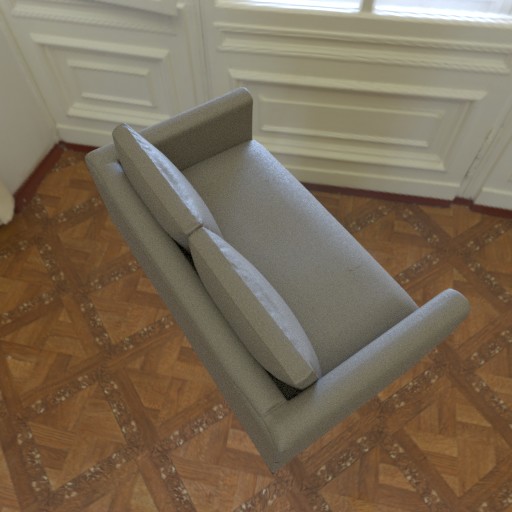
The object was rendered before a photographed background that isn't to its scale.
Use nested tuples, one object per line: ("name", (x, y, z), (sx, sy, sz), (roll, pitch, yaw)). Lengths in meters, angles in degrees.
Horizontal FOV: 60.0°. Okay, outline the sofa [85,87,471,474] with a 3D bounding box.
("sofa", (0.000, 0.000, 2.071), (0.899, 0.873, 1.598), (-30, 62, -18))
